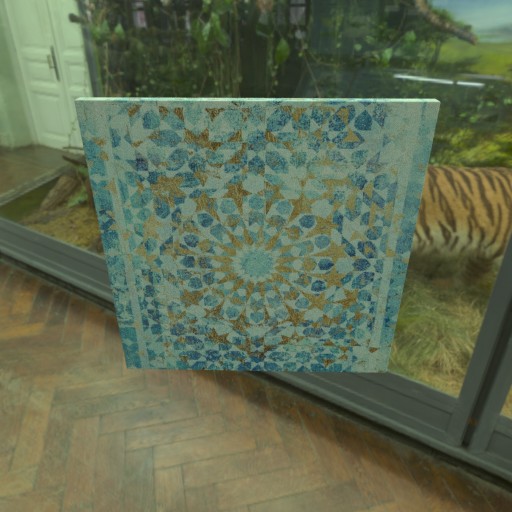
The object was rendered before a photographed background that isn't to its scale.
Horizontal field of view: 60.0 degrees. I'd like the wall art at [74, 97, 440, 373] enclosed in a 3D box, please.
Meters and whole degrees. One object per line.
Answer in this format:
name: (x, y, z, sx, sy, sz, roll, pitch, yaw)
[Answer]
wall art: (0.000, 0.000, 1.352, 0.916, 0.916, 0.040, 1, 30, 1)
